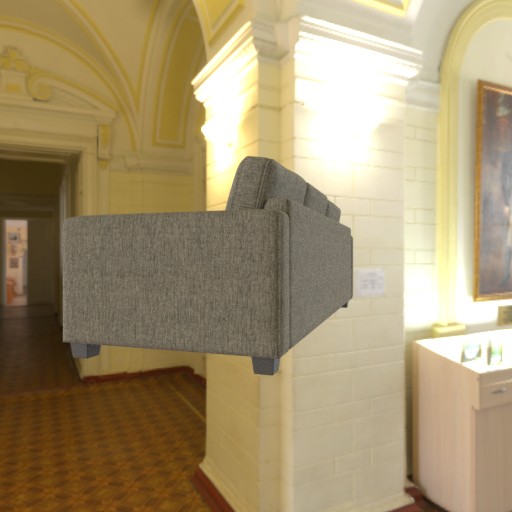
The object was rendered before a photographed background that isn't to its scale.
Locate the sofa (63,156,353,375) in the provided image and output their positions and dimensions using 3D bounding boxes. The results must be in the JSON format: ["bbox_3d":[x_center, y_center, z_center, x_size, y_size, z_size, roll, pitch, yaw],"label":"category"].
[{"bbox_3d":[0.000,0.000,2.609,0.900,0.800,2.160,0,0,19],"label":"sofa"}]
